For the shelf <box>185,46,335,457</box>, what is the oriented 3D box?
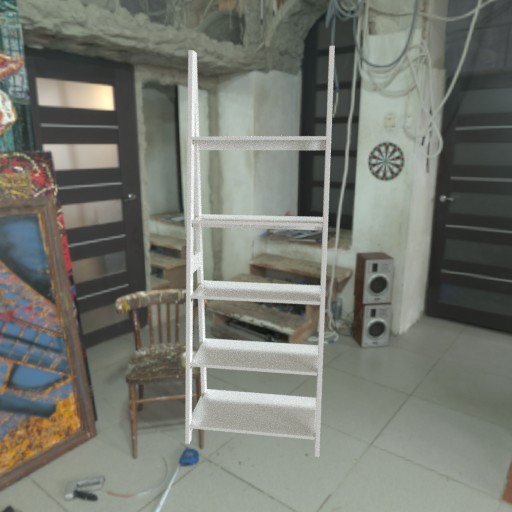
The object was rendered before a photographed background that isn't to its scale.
[{"bbox_3d":[0.000,0.000,2.008,0.636,1.779,0.341,2,14,8],"label":"shelf"}]
